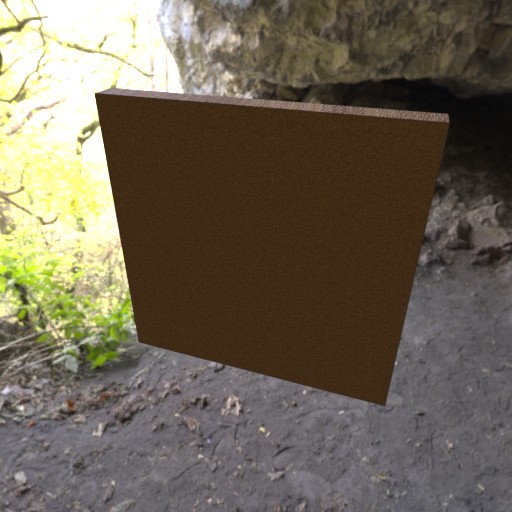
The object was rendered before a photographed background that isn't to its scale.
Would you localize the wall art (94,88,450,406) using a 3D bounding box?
[{"bbox_3d":[0.000,0.000,0.601,0.406,0.403,0.039,10,33,16],"label":"wall art"}]
